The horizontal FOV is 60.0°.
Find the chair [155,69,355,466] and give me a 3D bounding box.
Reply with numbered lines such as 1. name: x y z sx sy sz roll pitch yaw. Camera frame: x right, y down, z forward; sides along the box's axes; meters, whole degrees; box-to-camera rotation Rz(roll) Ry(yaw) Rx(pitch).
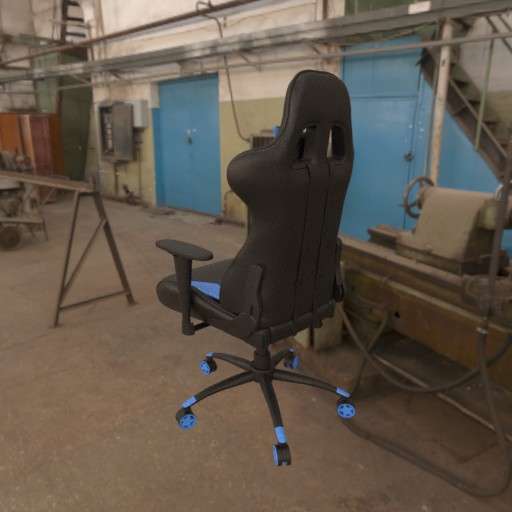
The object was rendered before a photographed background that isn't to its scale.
1. chair: 0.000 0.000 1.706 0.695 1.282 0.730 -15 22 -42
